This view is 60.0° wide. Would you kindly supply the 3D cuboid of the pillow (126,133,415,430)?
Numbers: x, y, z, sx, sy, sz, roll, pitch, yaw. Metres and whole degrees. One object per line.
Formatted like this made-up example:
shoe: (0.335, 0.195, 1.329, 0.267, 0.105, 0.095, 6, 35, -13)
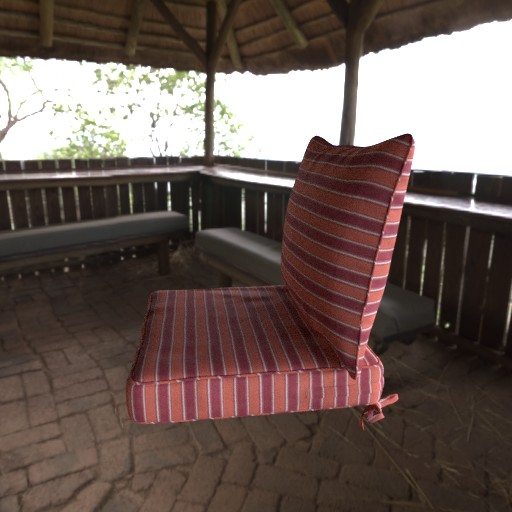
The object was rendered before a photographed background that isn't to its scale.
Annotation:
pillow: (0.000, 0.000, 1.361, 0.733, 0.723, 0.799, -2, 15, -8)
